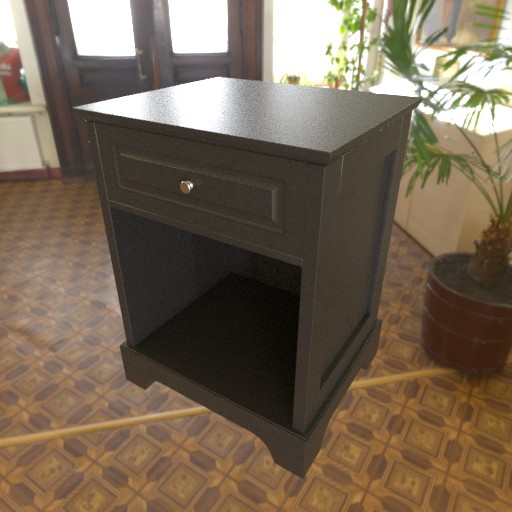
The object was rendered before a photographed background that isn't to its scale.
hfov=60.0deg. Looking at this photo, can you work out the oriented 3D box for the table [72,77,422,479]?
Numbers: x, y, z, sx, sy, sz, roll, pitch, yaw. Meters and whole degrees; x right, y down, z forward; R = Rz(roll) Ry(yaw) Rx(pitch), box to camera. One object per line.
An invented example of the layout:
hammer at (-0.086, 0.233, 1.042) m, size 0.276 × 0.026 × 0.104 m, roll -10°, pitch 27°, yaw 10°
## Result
table at (0.000, 0.000, 0.913) m, size 0.460 × 0.610 × 0.399 m, roll 18°, pitch 34°, yaw 28°
